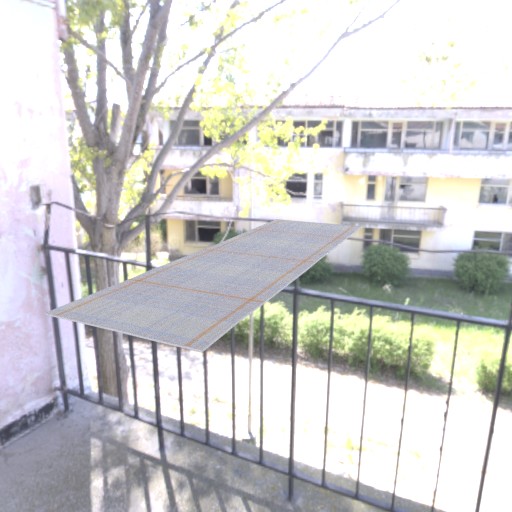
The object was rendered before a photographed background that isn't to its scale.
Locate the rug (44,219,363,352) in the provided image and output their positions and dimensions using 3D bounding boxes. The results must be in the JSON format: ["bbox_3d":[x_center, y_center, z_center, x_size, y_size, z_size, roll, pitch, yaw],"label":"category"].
[{"bbox_3d":[0.000,0.000,2.730,0.770,0.016,2.442,7,16,25],"label":"rug"}]
